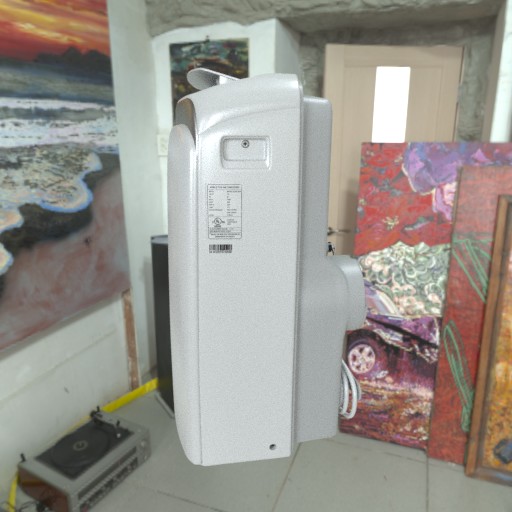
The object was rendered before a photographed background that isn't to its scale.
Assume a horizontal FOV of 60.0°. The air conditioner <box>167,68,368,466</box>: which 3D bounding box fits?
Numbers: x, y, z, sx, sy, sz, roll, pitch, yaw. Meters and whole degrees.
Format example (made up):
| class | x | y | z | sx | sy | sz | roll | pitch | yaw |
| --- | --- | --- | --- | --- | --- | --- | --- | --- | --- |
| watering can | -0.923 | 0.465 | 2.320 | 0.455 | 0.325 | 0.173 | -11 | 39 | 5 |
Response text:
| class | x | y | z | sx | sy | sz | roll | pitch | yaw |
| --- | --- | --- | --- | --- | --- | --- | --- | --- | --- |
| air conditioner | 0.000 | 0.000 | 1.042 | 0.414 | 0.786 | 0.449 | -2 | 15 | -8 |
